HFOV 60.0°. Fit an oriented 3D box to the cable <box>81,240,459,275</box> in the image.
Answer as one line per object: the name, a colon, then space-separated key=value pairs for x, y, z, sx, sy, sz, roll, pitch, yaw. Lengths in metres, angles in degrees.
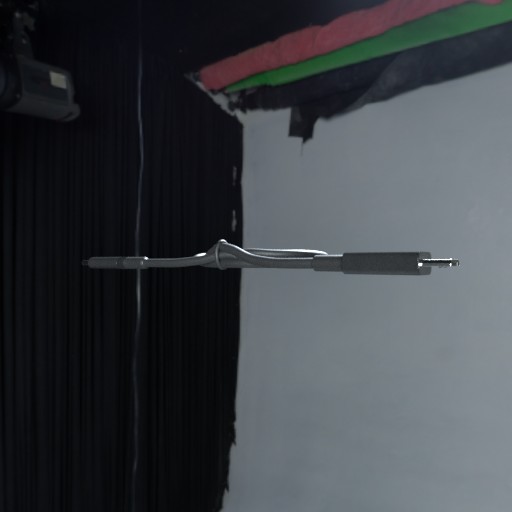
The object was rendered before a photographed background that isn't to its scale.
cable: x=0.000 y=0.000 z=0.213 sx=0.192 sy=0.014 sz=0.070 roll=-1 pitch=-1 yaw=37
